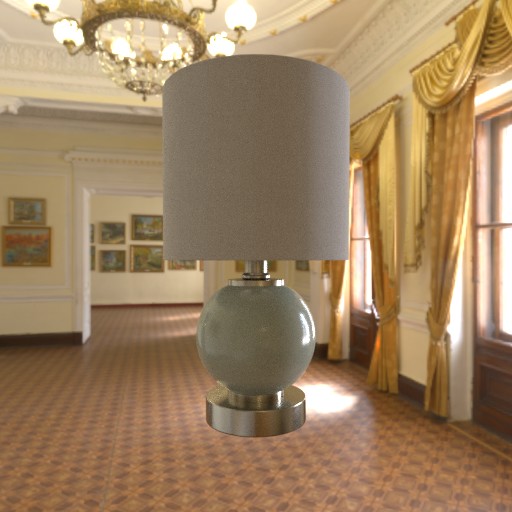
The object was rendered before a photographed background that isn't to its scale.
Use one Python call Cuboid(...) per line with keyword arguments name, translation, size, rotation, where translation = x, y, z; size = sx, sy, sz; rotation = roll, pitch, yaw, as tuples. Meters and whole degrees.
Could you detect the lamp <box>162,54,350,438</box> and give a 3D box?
Cuboid(name="lamp", translation=(0.000, 0.000, 0.485), size=(0.201, 0.353, 0.201), rotation=(0, 0, -1))
